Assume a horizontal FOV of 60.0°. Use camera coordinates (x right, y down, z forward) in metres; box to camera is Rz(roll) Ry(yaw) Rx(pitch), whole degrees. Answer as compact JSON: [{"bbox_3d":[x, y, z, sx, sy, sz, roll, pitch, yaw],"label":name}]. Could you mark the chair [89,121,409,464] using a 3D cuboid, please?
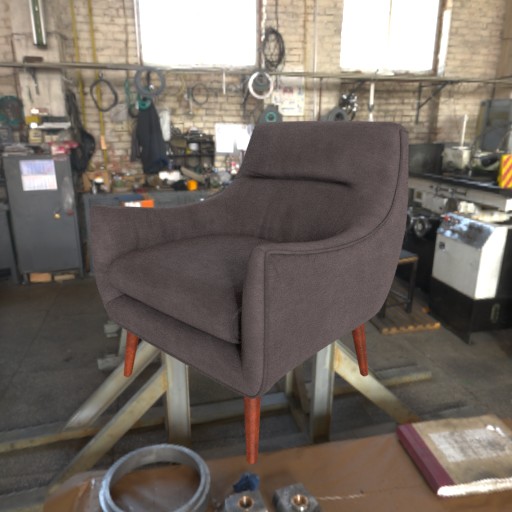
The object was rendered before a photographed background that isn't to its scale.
[{"bbox_3d":[0.000,0.000,1.435,0.762,0.838,0.787,15,22,41],"label":"chair"}]
